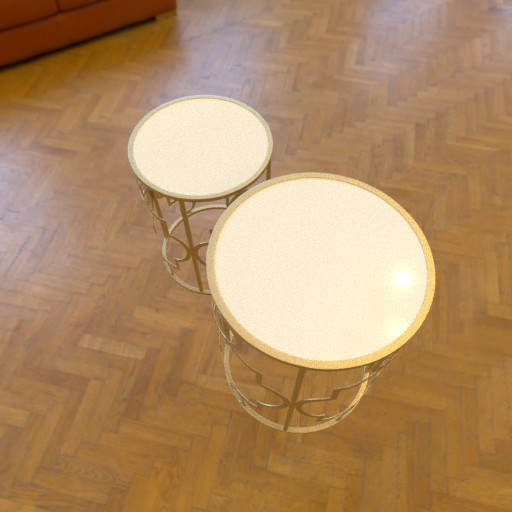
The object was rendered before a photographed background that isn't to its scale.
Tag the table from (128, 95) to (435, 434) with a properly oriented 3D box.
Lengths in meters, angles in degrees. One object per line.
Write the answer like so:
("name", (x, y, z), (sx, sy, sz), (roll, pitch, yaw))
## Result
("table", (0.000, 0.000, 1.154), (0.420, 0.564, 0.846), (-30, 63, -17))
